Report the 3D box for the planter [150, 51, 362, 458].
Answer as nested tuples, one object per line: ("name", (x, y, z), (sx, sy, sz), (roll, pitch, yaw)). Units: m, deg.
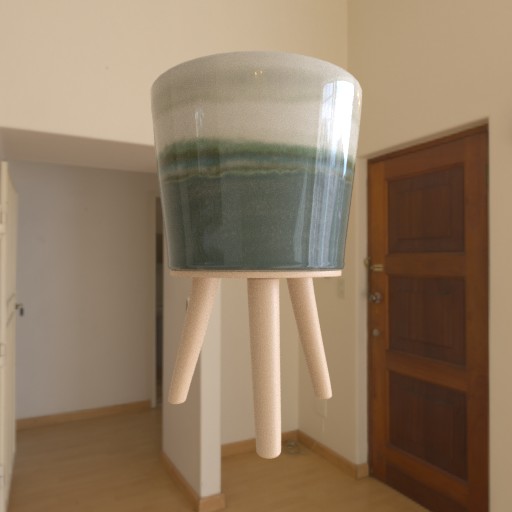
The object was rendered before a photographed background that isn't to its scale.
("planter", (0.000, 0.000, 0.462), (0.217, 0.331, 0.217), (-1, -1, 37))
